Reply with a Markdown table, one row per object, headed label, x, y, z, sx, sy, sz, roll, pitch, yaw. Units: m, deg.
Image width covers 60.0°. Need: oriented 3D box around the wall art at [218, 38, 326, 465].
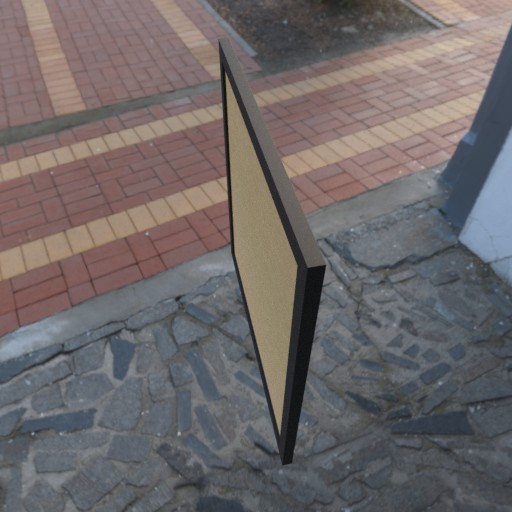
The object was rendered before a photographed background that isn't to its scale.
| label | x | y | z | sx | sy | sz | roll | pitch | yaw |
| --- | --- | --- | --- | --- | --- | --- | --- | --- | --- |
| wall art | 0.000 | 0.000 | 0.519 | 0.012 | 0.357 | 0.358 | -9 | 48 | -8 |
